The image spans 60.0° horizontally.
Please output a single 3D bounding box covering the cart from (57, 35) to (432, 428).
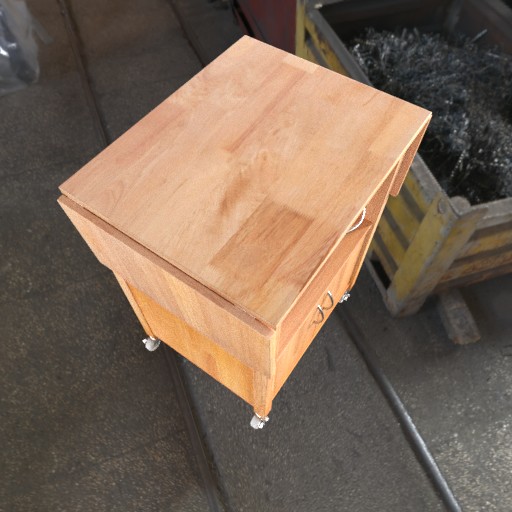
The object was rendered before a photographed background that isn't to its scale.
[{"bbox_3d":[0.000,0.000,1.255,0.508,0.838,0.640,31,63,18],"label":"cart"}]
